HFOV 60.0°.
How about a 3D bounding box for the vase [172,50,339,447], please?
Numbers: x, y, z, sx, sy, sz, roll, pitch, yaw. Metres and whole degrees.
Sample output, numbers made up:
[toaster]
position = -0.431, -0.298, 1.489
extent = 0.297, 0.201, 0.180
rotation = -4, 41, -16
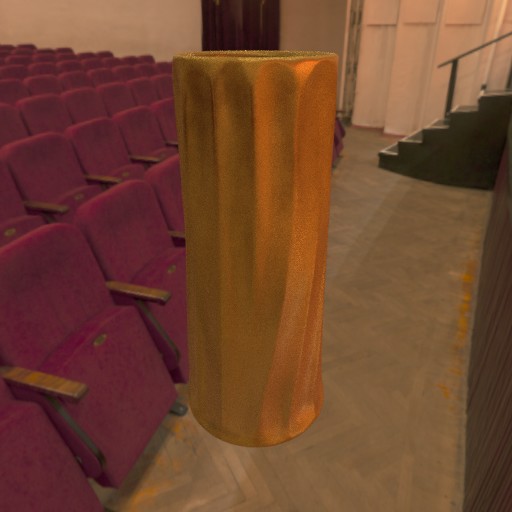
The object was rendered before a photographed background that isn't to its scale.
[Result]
[vase]
position = 0.000, 0.000, 0.171
extent = 0.061, 0.143, 0.061
rotation = 0, 27, 0
